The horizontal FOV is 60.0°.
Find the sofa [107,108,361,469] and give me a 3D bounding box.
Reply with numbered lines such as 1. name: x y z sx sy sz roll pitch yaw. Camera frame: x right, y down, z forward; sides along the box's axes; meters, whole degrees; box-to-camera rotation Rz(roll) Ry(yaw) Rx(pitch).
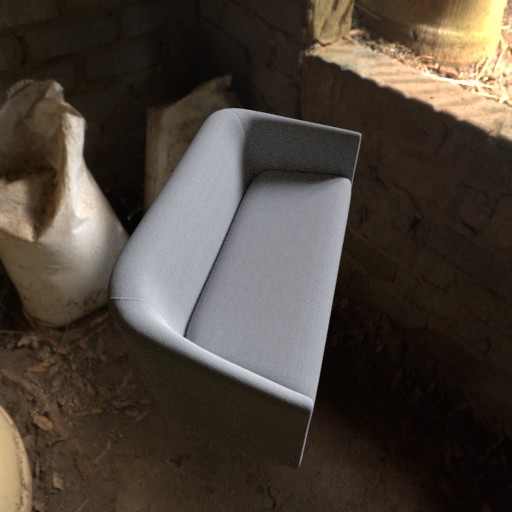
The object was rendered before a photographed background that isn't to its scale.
1. sofa: 0.000 0.000 1.898 0.705 0.721 1.452 11 48 10
